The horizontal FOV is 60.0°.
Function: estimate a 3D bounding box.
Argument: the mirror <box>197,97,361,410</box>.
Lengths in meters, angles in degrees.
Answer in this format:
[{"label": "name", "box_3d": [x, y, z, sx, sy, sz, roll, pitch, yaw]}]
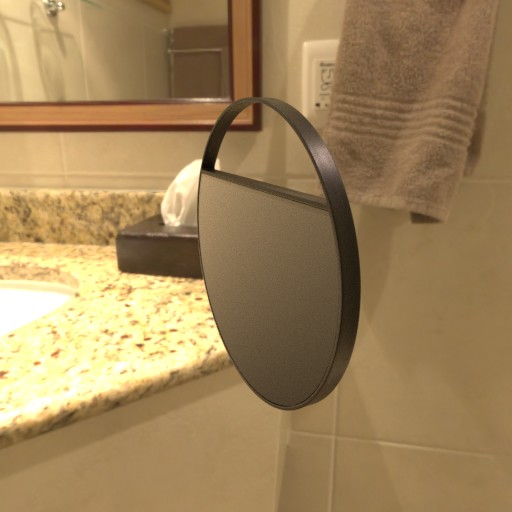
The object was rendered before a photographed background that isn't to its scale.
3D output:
[{"label": "mirror", "box_3d": [0.000, 0.000, 0.838, 0.032, 0.565, 0.565, -9, 19, -26]}]
